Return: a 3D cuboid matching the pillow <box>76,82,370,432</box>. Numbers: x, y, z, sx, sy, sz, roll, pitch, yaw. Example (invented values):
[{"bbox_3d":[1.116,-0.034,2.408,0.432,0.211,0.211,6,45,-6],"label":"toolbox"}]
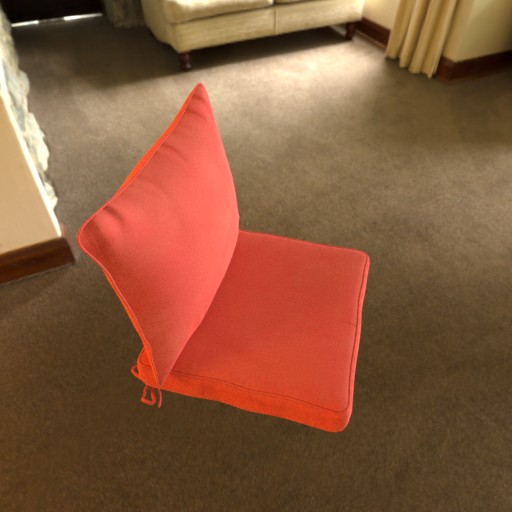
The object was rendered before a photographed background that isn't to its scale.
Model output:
[{"bbox_3d":[0.000,0.000,1.372,0.733,0.725,0.798,11,46,10],"label":"pillow"}]
